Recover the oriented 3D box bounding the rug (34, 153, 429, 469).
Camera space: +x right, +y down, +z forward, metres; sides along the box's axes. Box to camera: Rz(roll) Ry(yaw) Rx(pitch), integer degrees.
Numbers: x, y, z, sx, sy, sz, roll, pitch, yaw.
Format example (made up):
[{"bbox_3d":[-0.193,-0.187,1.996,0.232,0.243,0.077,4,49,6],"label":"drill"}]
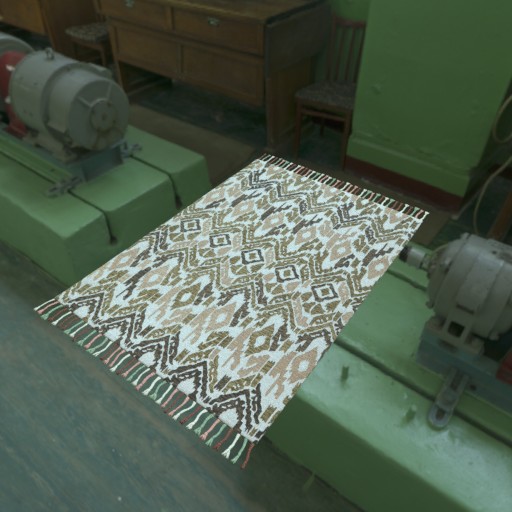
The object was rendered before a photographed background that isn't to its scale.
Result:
[{"bbox_3d":[0.000,0.000,2.318,1.219,0.008,1.829,26,48,26],"label":"rug"}]
